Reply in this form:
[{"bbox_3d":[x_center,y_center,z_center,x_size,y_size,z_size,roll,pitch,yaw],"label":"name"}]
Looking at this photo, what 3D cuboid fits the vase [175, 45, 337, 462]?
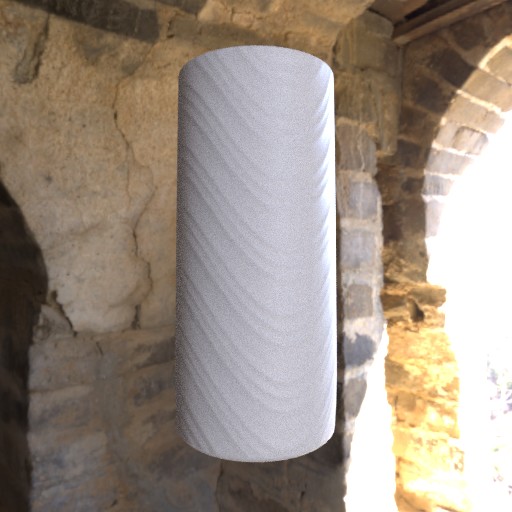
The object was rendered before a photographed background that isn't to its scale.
[{"bbox_3d":[0.000,0.000,0.399,0.143,0.316,0.143,0,0,0],"label":"vase"}]
